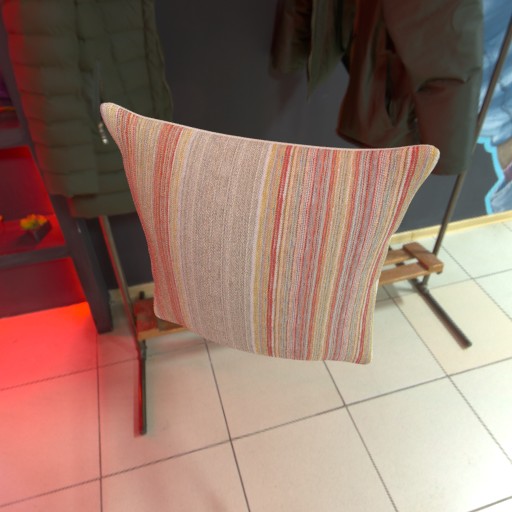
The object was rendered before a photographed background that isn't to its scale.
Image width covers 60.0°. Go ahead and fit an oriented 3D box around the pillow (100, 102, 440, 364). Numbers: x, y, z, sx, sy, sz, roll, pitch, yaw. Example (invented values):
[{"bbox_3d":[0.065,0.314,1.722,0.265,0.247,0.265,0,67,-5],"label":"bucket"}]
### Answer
[{"bbox_3d":[0.000,0.000,0.710,0.451,0.449,0.191,11,43,12],"label":"pillow"}]
